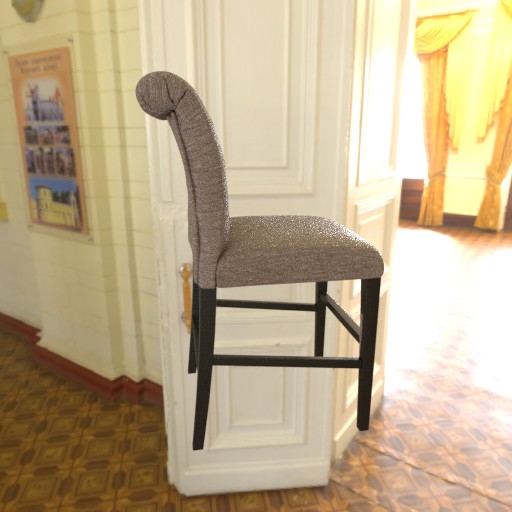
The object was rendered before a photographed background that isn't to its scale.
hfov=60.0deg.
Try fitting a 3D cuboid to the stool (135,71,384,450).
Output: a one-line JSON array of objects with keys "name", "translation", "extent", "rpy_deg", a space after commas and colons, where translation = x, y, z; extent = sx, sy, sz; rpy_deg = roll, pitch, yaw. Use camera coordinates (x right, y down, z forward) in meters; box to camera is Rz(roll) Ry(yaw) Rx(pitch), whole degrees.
[{"name": "stool", "translation": [0.000, 0.000, 1.317], "extent": [0.611, 0.970, 0.457], "rpy_deg": [-3, 16, -10]}]
